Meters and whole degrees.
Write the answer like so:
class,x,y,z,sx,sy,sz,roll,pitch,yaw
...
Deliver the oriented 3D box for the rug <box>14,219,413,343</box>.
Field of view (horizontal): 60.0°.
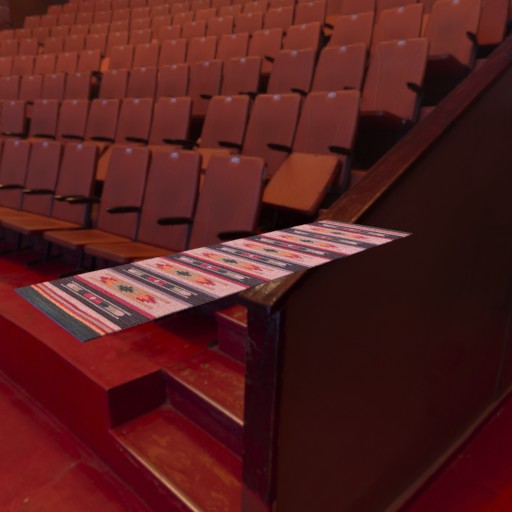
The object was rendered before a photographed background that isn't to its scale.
class,x,y,z,sx,sy,sz,roll,pitch,yaw
rug,0.000,0.000,2.631,2.440,0.009,0.760,-15,21,-43
